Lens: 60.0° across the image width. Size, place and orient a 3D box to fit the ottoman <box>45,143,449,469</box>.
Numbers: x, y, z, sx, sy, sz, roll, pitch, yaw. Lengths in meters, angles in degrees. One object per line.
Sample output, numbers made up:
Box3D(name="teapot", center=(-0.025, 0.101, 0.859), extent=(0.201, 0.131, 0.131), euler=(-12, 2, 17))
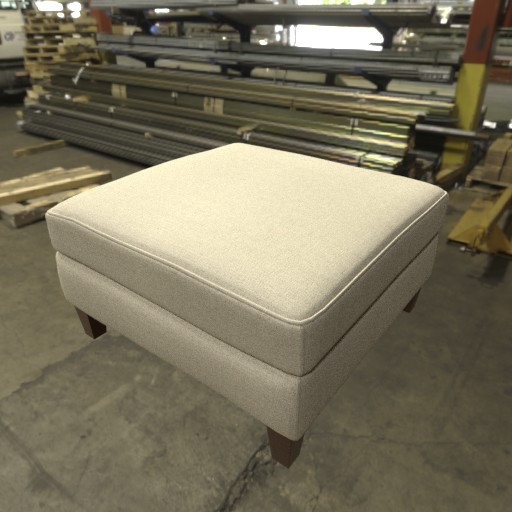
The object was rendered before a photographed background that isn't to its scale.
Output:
Box3D(name="ottoman", center=(0.000, 0.000, 1.327), extent=(0.838, 0.478, 0.838), euler=(21, 36, 32))
